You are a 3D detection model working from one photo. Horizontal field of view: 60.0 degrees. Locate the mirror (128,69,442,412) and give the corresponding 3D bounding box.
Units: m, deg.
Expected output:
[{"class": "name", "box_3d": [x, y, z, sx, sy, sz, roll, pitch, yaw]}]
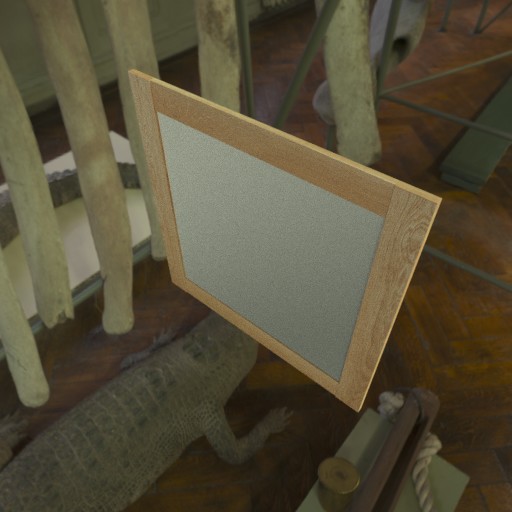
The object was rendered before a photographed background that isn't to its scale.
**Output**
[{"class": "mirror", "box_3d": [0.000, 0.000, 1.208, 0.800, 0.800, 0.020, 31, 54, 26]}]
